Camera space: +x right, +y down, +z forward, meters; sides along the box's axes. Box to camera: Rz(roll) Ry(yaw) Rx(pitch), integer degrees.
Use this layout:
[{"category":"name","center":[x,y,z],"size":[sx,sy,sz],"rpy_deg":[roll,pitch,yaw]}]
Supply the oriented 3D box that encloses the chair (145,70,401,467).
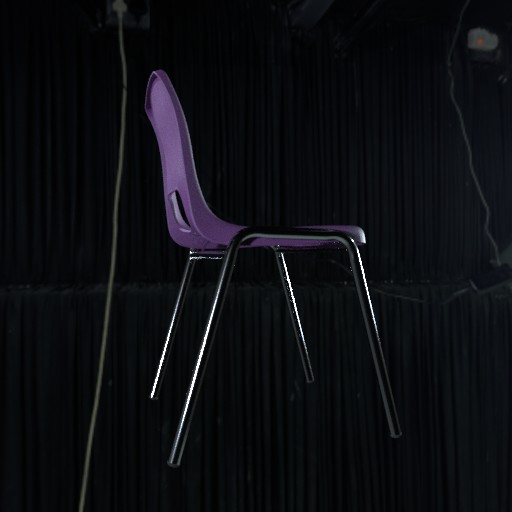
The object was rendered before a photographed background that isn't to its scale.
[{"category":"chair","center":[0.000,0.000,0.907],"size":[0.432,0.654,0.381],"rpy_deg":[0,0,-18]}]
